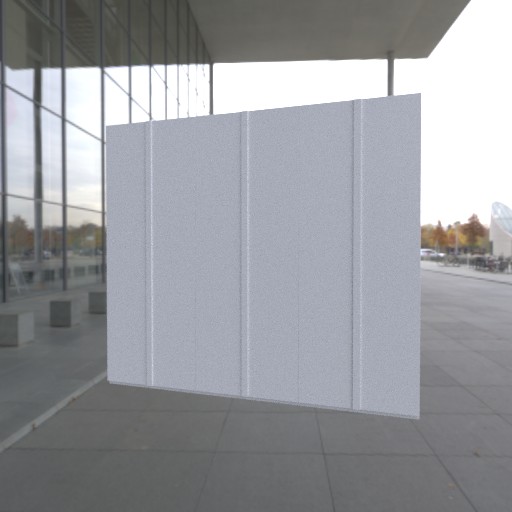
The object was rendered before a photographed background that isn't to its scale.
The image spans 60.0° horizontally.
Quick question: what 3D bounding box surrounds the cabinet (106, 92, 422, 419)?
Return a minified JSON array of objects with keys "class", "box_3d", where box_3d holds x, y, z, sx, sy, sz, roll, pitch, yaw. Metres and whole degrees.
[{"class":"cabinet","box_3d":[0.000,0.000,3.899,2.700,2.370,0.590,0,1,19]}]
